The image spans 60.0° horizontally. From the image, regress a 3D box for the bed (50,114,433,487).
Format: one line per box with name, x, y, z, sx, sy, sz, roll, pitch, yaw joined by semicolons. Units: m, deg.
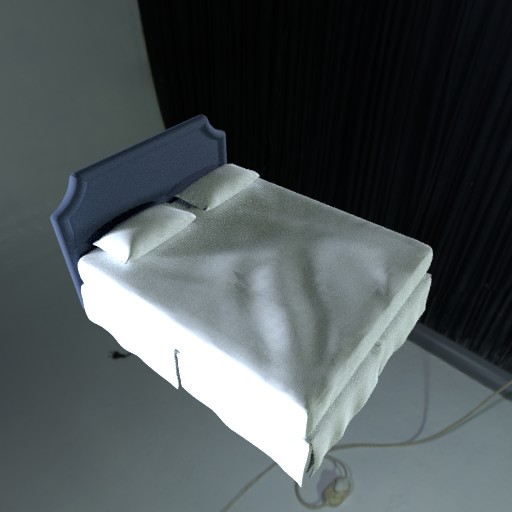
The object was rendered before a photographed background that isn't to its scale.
bed;0.000;0.000;4.087;2.773;1.488;2.350;27;47;28
